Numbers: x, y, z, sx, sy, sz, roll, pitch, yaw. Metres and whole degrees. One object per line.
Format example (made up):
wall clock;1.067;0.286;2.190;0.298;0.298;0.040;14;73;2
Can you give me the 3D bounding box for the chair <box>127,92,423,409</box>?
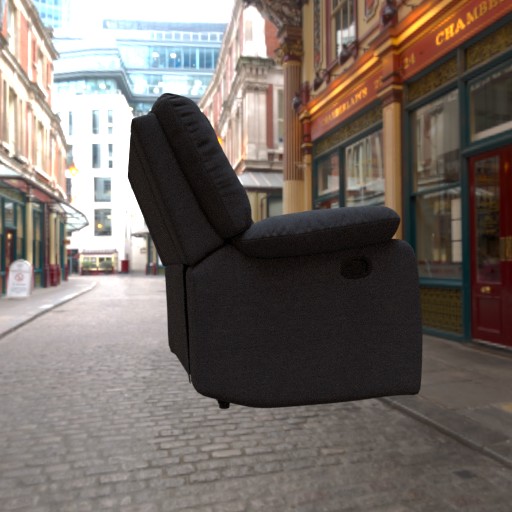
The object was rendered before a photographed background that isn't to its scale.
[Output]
chair;0.000;0.000;1.698;0.944;1.008;0.899;0;-2;-17
